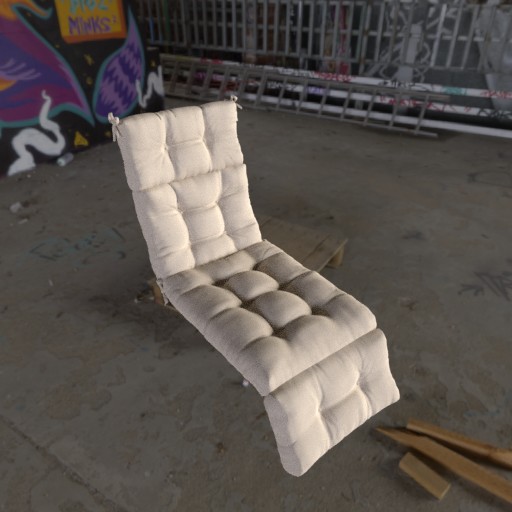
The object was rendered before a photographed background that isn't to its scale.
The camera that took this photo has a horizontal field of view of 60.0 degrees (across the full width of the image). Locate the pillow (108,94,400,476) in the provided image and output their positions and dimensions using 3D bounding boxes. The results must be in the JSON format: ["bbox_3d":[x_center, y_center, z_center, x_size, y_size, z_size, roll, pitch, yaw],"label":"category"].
[{"bbox_3d":[0.000,0.000,1.506,0.526,0.863,1.016,-22,38,-31],"label":"pillow"}]
